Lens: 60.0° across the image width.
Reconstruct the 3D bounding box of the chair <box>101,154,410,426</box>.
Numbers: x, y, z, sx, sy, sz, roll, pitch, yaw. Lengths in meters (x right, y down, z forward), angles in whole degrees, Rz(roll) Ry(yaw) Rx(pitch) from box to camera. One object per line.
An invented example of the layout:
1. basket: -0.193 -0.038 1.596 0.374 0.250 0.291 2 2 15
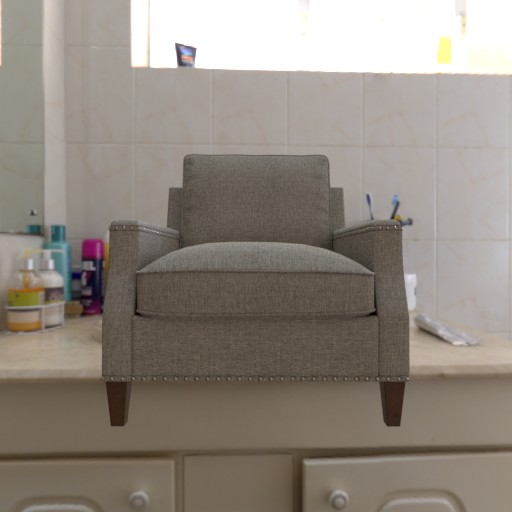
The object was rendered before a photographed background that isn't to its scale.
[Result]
1. chair: 0.000 0.000 1.681 0.853 0.943 1.014 0 0 0
